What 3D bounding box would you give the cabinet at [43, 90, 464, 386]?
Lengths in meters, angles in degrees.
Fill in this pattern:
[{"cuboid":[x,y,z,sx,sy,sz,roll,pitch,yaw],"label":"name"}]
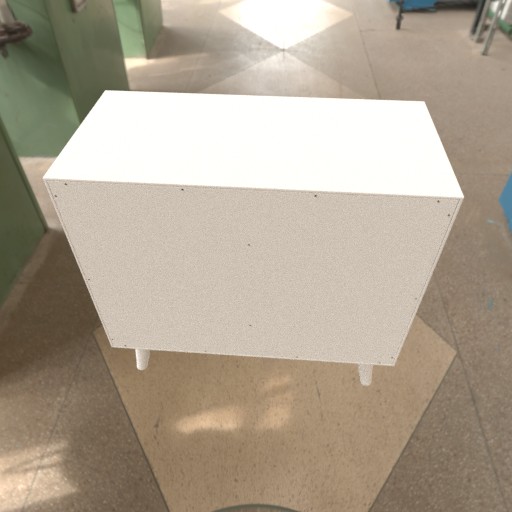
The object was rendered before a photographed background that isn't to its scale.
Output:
[{"cuboid":[0.000,0.000,1.246,0.800,0.761,0.398,3,45,3],"label":"cabinet"}]
